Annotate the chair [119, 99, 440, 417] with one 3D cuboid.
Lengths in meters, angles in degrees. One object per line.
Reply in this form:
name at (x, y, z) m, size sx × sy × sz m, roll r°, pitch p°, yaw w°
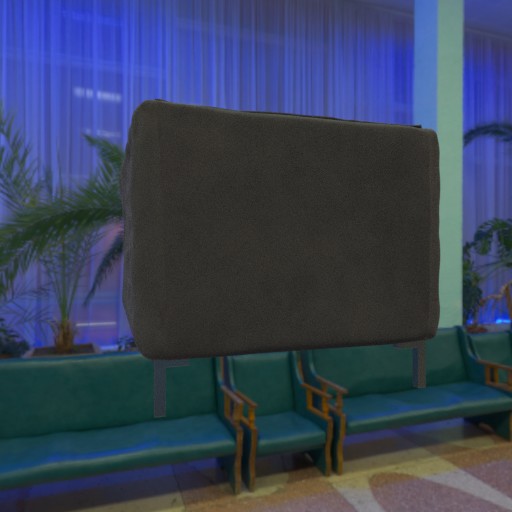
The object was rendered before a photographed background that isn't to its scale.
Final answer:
chair at (0.000, 0.000, 1.623) m, size 0.946 × 0.807 × 0.913 m, roll 0°, pitch 0°, yaw -18°
